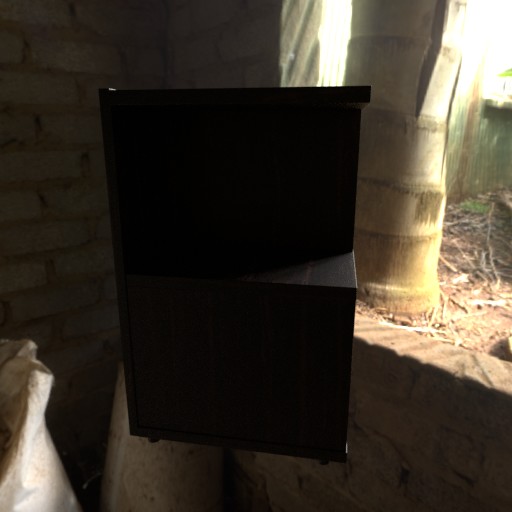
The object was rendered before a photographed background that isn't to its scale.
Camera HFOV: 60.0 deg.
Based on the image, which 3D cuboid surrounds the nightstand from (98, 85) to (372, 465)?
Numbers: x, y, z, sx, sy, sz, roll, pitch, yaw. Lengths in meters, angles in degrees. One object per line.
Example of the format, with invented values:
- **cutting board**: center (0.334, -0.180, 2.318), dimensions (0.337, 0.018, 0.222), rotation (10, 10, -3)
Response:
- **nightstand**: center (0.000, 0.000, 0.827), dimensions (0.356, 0.559, 0.400), rotation (3, 16, 10)
